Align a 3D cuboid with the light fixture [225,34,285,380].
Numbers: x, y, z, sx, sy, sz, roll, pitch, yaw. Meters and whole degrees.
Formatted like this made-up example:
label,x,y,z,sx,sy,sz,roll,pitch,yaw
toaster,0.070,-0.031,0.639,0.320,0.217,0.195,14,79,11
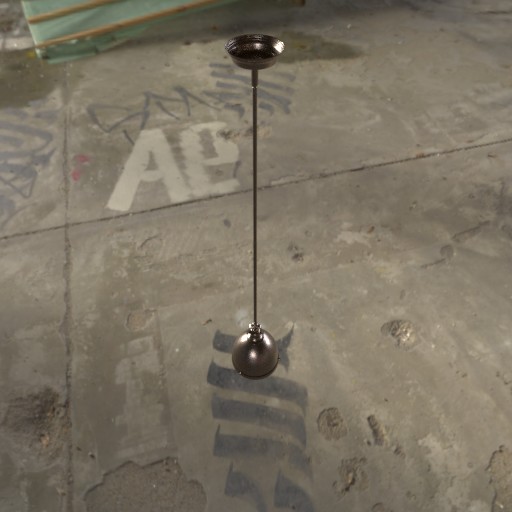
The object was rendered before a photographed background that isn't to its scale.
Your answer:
label,x,y,z,sx,sy,sz,roll,pitch,yaw
light fixture,0.000,0.000,1.474,0.217,1.367,0.211,3,48,3
